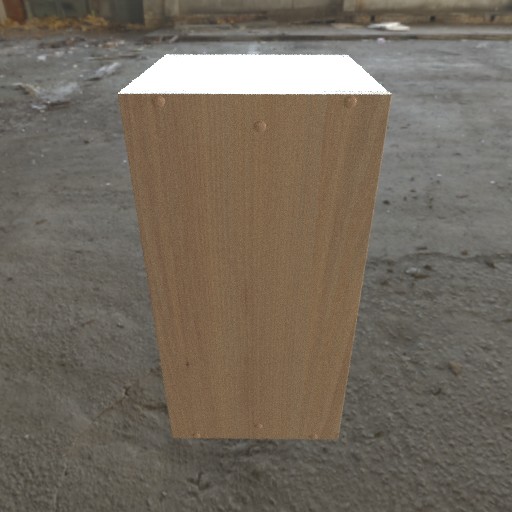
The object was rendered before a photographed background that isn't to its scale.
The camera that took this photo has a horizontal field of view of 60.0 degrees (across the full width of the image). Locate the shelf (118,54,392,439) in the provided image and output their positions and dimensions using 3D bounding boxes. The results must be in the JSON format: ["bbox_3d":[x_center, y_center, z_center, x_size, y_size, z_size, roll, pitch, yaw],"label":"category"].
[{"bbox_3d":[0.000,0.000,0.759,0.297,0.594,0.290,0,32,1],"label":"shelf"}]
